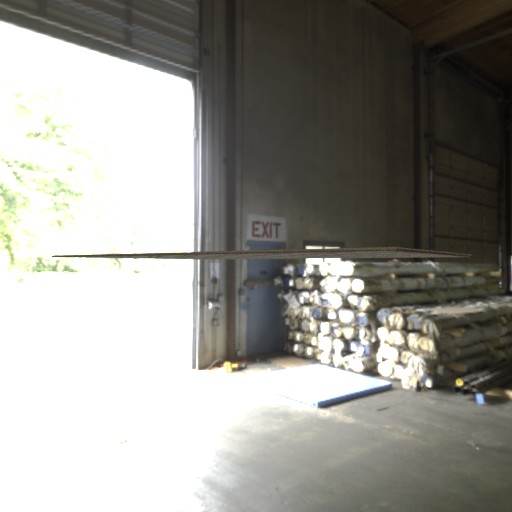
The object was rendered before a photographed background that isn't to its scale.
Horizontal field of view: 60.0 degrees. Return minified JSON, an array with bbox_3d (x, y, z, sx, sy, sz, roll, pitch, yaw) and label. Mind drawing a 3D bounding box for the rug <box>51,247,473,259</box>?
[{"bbox_3d":[0.000,0.000,2.082,1.677,0.011,1.066,-1,-1,36],"label":"rug"}]
